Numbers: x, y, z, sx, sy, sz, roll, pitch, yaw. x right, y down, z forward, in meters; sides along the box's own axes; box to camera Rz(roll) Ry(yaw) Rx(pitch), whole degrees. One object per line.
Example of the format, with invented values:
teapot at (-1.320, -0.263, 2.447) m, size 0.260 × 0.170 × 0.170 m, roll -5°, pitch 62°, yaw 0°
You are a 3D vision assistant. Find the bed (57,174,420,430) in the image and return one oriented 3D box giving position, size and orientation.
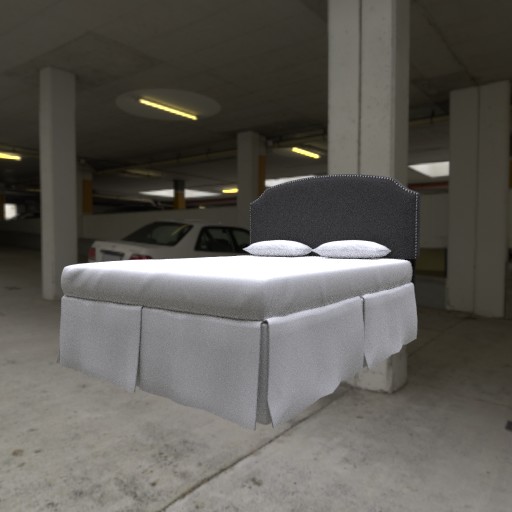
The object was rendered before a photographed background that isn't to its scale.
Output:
bed at (0.000, 0.000, 2.898) m, size 1.558 × 1.270 × 1.999 m, roll 2°, pitch 3°, yaw 36°
